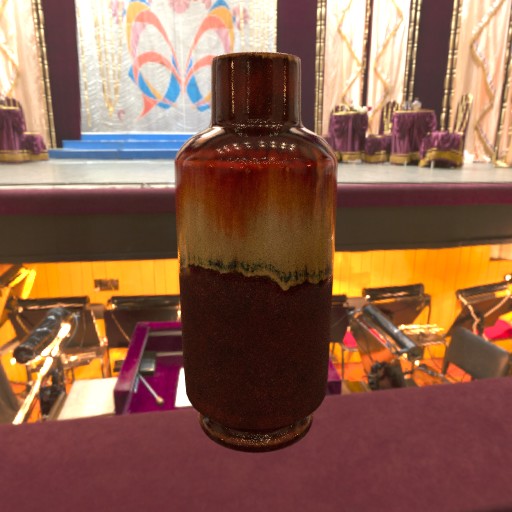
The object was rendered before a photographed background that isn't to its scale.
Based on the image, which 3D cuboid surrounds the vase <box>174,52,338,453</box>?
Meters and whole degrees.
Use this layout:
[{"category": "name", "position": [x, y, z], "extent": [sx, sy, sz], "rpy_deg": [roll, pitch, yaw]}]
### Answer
[{"category": "vase", "position": [0.000, 0.000, 0.318], "extent": [0.111, 0.261, 0.111], "rpy_deg": [0, 15, 0]}]
